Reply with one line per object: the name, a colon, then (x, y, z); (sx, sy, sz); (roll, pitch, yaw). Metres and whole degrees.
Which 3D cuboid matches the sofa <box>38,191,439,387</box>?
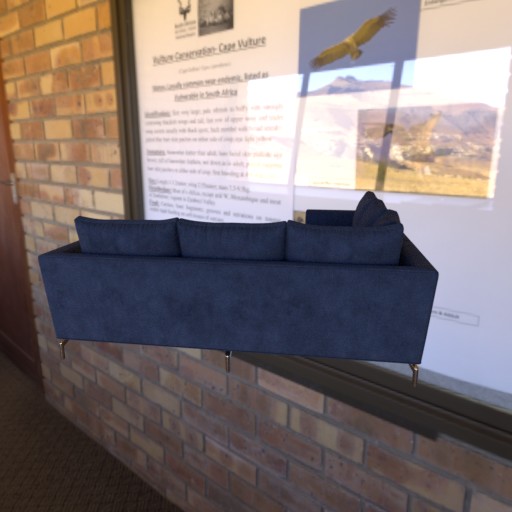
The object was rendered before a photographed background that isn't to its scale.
sofa: (0.000, 0.000, 3.896); (2.463, 0.988, 2.472); (2, 14, 9)
